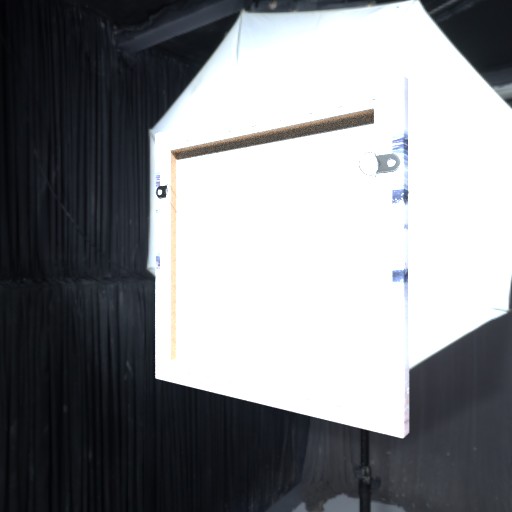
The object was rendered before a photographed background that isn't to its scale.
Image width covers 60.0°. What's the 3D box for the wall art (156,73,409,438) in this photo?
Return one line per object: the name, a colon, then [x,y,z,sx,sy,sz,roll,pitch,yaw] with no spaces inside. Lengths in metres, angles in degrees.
wall art: [0.000,0.000,1.130,0.755,0.747,0.065,0,0,37]
